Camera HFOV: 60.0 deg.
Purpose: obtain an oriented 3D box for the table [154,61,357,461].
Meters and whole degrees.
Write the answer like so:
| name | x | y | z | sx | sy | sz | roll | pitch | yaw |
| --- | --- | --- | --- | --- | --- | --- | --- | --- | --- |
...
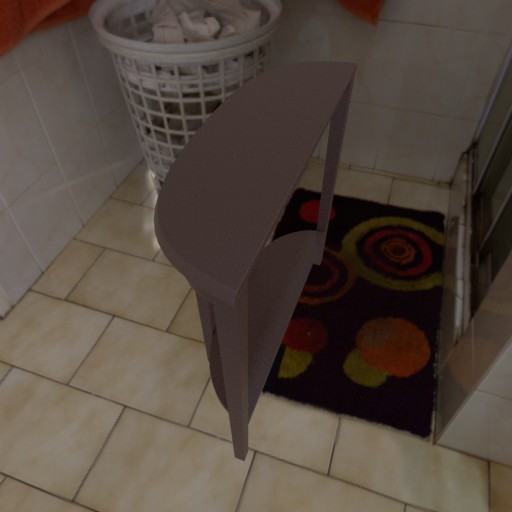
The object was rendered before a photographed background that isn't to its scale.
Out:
| name | x | y | z | sx | sy | sz | roll | pitch | yaw |
| --- | --- | --- | --- | --- | --- | --- | --- | --- | --- |
| table | 0.000 | 0.000 | 1.317 | 0.274 | 0.831 | 0.909 | 16 | 50 | 14 |
